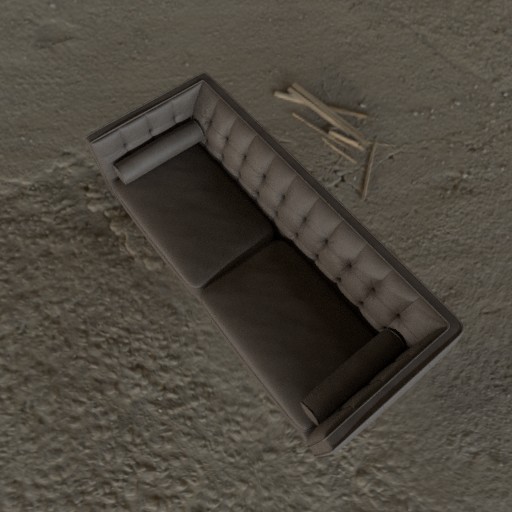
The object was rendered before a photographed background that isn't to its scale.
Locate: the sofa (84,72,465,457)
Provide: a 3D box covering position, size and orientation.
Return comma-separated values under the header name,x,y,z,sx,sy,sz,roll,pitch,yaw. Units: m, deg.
name,x,y,z,sx,sy,sz,roll,pitch,yaw
sofa,0.000,0.000,2.570,0.867,0.789,2.087,-35,69,-16
